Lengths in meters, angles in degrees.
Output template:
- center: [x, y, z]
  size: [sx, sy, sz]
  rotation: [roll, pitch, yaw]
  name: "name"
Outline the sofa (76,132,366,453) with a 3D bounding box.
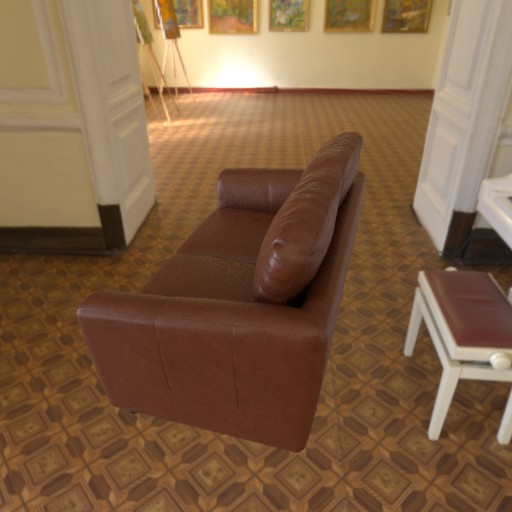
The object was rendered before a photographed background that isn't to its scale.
- center: [0.000, 0.000, 1.929]
  size: [0.805, 0.906, 1.406]
  rotation: [8, 31, 14]
  name: "sofa"
